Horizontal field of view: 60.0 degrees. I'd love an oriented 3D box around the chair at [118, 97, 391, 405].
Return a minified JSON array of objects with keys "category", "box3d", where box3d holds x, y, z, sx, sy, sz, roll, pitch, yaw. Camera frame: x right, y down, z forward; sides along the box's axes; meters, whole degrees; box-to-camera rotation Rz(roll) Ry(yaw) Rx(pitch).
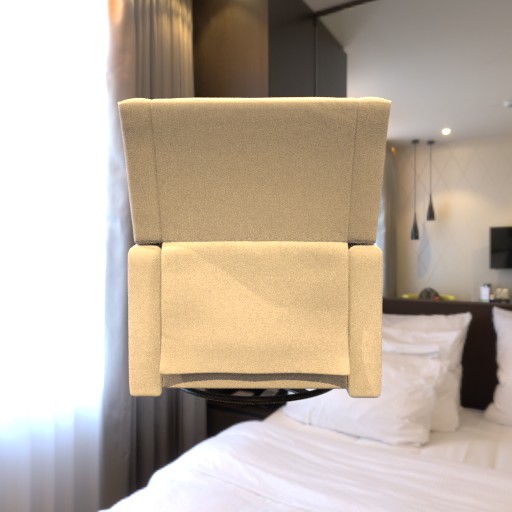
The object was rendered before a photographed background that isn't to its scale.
[{"category":"chair","box3d":[0.000,0.000,1.678,0.906,0.967,0.854,0,0,1]}]
